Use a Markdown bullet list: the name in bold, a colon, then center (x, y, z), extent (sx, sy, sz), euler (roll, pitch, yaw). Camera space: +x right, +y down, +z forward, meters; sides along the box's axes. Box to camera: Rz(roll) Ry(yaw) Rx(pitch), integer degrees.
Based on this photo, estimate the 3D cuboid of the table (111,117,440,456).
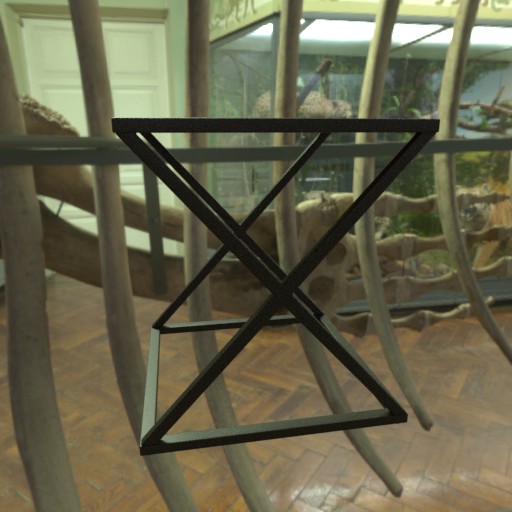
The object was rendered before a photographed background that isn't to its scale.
- **table**: center (0.000, 0.000, 0.969), extent (0.500, 0.565, 0.500), euler (-3, 16, -10)
